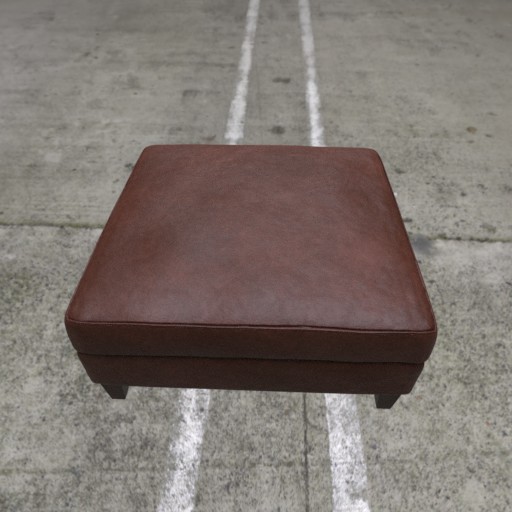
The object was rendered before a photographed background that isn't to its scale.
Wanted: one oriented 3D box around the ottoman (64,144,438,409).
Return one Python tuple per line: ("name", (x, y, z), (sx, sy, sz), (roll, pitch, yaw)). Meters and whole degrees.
("ottoman", (0.000, 0.000, 1.347), (0.844, 0.415, 0.836), (2, 42, 2))
